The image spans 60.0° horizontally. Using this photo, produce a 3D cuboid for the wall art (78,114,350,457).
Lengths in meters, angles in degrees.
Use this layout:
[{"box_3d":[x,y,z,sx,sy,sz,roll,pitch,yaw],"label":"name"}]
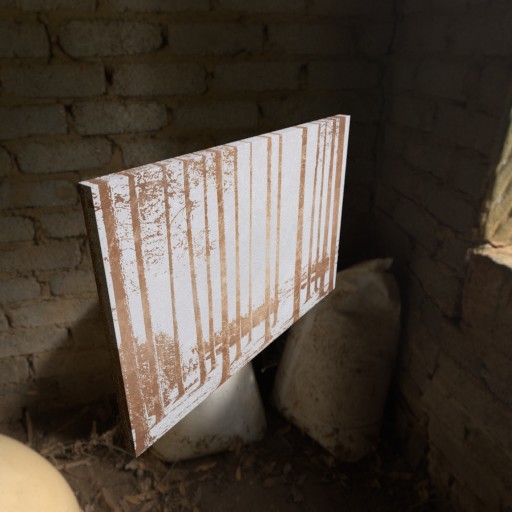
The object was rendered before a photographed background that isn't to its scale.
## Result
[{"box_3d":[0.000,0.000,1.167,0.035,0.609,0.914,18,31,33],"label":"wall art"}]
